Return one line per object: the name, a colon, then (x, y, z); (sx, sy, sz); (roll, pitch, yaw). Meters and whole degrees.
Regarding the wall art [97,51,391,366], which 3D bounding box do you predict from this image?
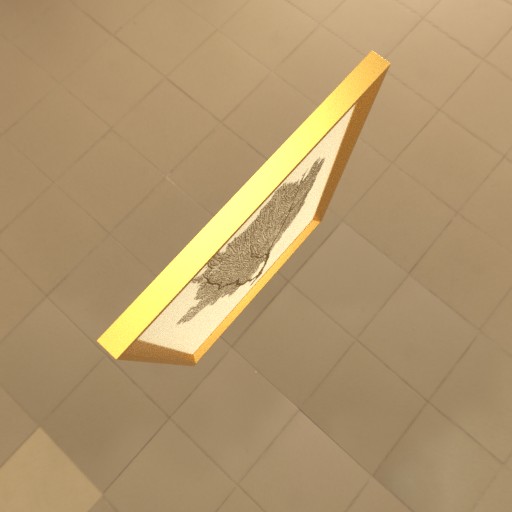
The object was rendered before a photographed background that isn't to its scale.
wall art: (0.000, 0.000, 1.019); (0.038, 0.762, 0.610); (40, 79, 10)
